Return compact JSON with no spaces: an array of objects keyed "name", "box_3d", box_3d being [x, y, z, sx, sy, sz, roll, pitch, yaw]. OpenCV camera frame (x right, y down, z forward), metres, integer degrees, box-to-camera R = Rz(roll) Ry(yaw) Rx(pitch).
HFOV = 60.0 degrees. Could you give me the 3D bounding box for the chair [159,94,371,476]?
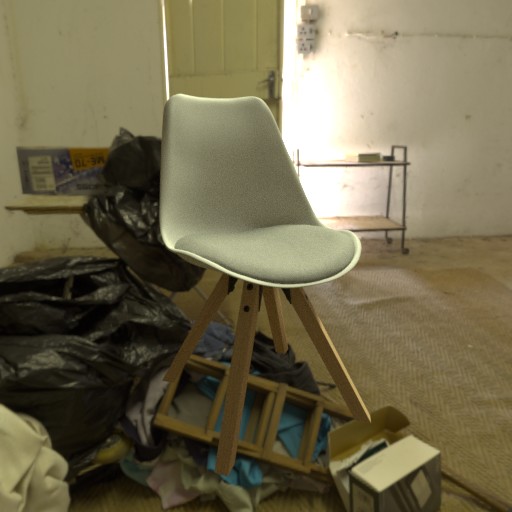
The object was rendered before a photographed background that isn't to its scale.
[{"name":"chair","box_3d":[0.000,0.000,1.196,0.485,0.850,0.550,-8,18,-26]}]
